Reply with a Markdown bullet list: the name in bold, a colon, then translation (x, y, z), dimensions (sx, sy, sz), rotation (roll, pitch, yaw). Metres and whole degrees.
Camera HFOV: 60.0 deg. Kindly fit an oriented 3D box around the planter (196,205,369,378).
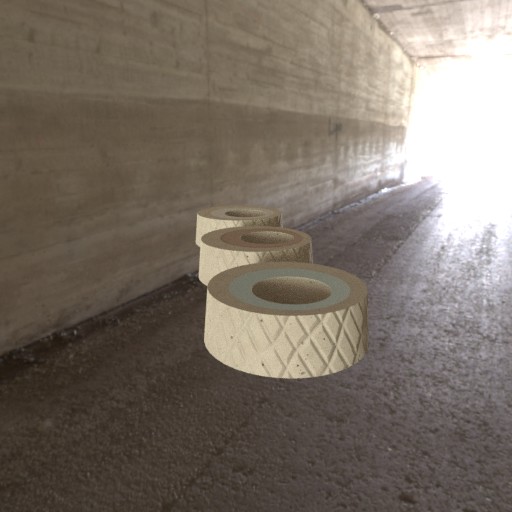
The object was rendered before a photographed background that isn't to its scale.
- **planter**: translation (0.000, 0.000, 0.437), dimensions (0.114, 0.038, 0.390), rotation (-2, 16, -8)
